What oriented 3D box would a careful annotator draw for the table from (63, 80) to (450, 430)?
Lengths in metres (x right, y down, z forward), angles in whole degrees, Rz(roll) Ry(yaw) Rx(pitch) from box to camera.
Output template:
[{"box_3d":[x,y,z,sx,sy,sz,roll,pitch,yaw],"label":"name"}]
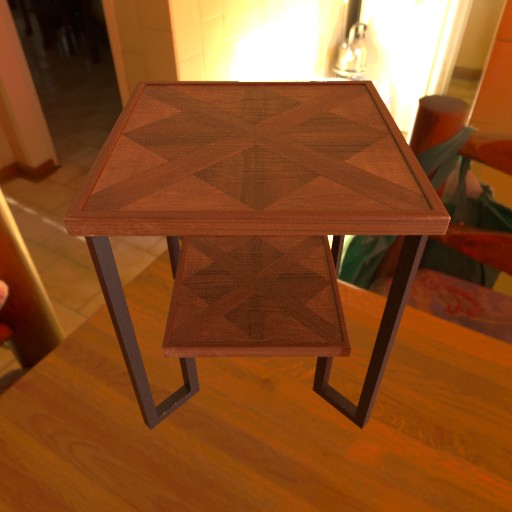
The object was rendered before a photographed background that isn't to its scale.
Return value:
[{"box_3d":[0.000,0.000,0.946,0.503,0.563,0.503,0,41,0],"label":"table"}]
